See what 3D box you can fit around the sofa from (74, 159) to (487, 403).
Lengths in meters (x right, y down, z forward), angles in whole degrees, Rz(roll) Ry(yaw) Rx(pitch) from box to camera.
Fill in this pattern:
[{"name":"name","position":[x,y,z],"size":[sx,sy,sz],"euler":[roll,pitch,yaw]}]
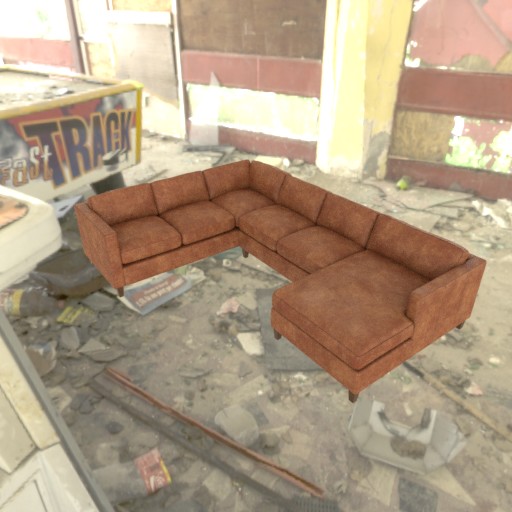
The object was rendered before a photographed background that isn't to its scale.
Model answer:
[{"name":"sofa","position":[0.000,0.000,4.429],"size":[2.452,0.888,3.324],"euler":[-21,36,-31]}]
